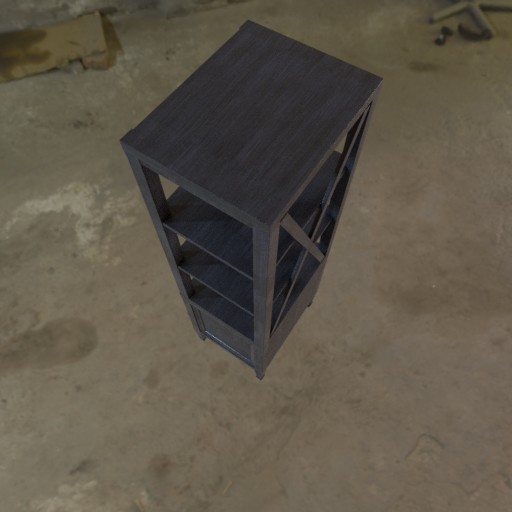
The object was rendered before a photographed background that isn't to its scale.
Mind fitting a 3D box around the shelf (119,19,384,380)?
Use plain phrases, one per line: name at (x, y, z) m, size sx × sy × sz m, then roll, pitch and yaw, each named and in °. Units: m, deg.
shelf at (0.000, 0.000, 1.956) m, size 0.472 × 1.727 × 0.584 m, roll 31°, pitch 67°, yaw 15°
